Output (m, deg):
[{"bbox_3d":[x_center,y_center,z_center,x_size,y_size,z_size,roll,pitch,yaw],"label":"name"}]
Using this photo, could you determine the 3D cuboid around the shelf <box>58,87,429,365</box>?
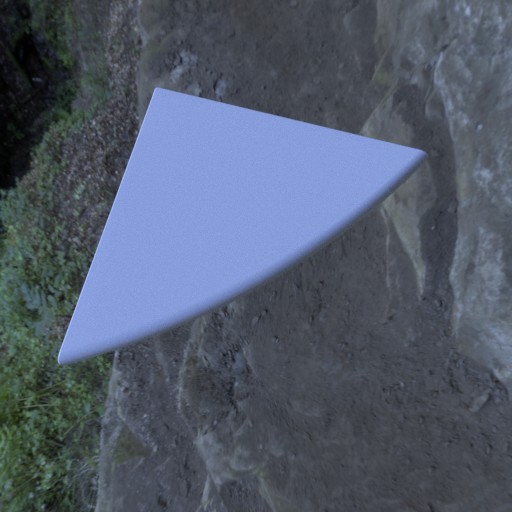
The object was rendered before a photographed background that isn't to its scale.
[{"bbox_3d":[0.000,0.000,0.468,0.310,0.050,0.310,14,76,4],"label":"shelf"}]
